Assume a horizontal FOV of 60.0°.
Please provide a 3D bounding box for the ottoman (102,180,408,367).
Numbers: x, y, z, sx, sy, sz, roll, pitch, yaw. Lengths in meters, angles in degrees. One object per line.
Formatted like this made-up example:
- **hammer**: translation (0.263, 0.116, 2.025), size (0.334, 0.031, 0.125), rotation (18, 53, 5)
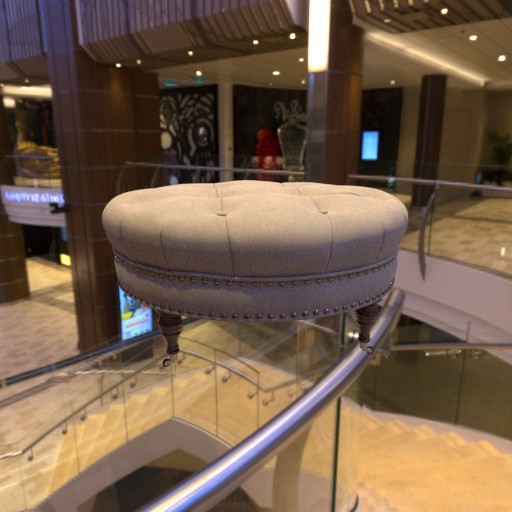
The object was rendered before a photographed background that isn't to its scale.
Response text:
- **ottoman**: translation (0.000, 0.000, 1.405), size (0.901, 0.439, 0.901), rotation (0, 15, 0)
